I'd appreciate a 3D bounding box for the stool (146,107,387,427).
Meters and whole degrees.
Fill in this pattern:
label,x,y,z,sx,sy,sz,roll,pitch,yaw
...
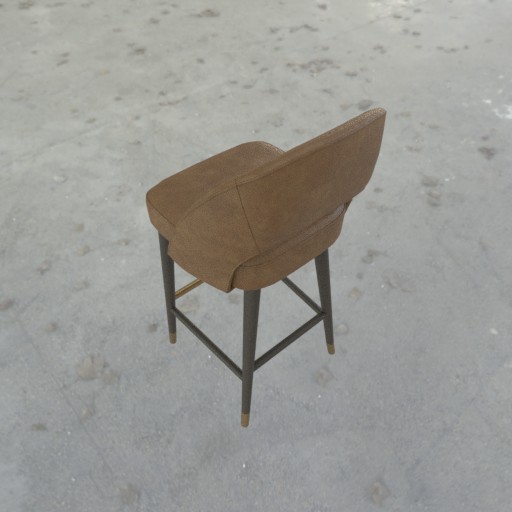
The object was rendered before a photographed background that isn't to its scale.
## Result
label,x,y,z,sx,sy,sz,roll,pitch,yaw
stool,0.000,0.000,1.309,0.494,1.037,0.509,-32,54,-27
